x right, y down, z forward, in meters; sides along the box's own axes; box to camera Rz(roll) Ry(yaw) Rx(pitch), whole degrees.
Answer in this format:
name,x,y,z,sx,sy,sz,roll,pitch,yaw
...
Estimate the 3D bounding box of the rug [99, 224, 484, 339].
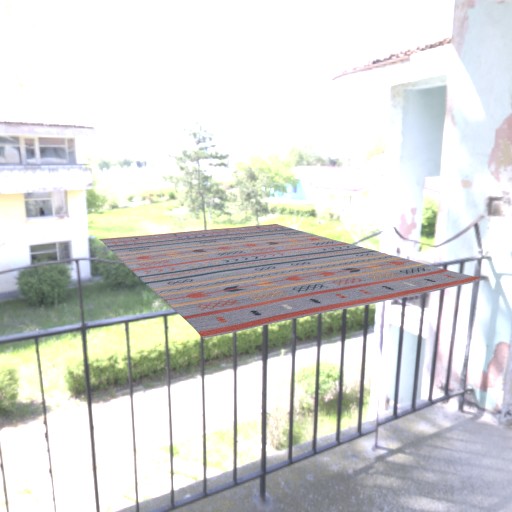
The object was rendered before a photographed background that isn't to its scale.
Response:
name,x,y,z,sx,sy,sz,roll,pitch,yaw
rug,0.000,0.000,4.080,2.263,0.022,3.029,-7,15,-28
